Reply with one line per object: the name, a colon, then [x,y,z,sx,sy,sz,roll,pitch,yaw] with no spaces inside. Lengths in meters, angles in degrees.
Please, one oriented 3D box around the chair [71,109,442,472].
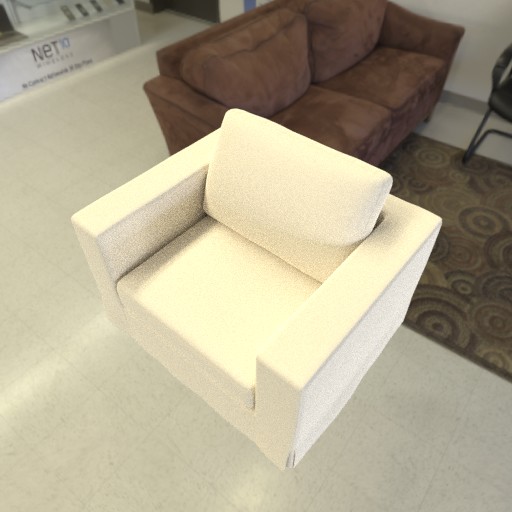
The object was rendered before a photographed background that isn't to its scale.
chair: [0.000,0.000,1.852,1.150,0.878,0.957,32,54,26]
